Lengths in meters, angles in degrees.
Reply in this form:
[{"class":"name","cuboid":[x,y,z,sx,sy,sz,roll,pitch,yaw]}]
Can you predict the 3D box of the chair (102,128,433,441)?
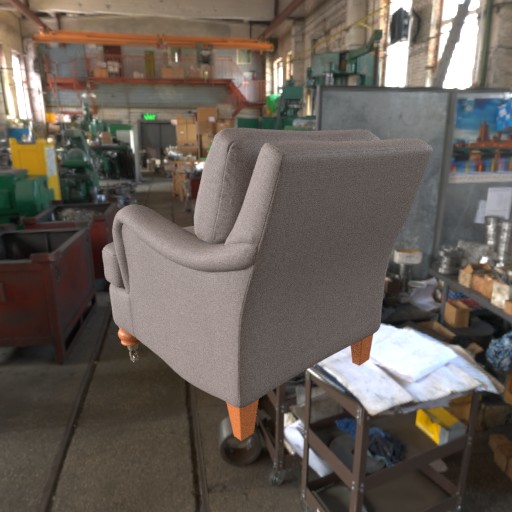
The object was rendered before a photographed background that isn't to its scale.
[{"class":"chair","cuboid":[0.000,0.000,1.885,0.955,1.038,1.070,-15,21,-42]}]
